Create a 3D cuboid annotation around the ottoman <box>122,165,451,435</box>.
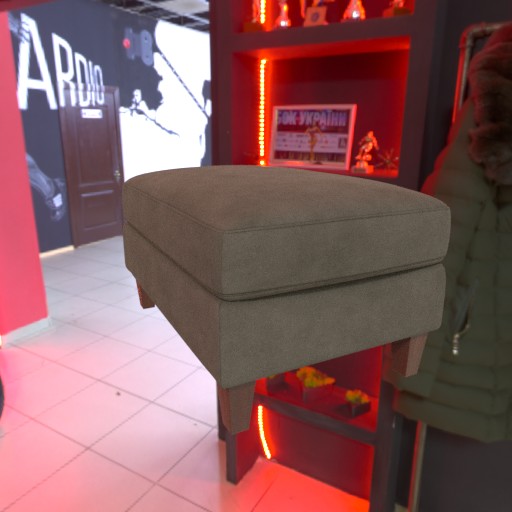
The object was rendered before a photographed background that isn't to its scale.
[{"bbox_3d":[0.000,0.000,1.259,0.584,0.483,0.864,-8,18,-26],"label":"ottoman"}]
